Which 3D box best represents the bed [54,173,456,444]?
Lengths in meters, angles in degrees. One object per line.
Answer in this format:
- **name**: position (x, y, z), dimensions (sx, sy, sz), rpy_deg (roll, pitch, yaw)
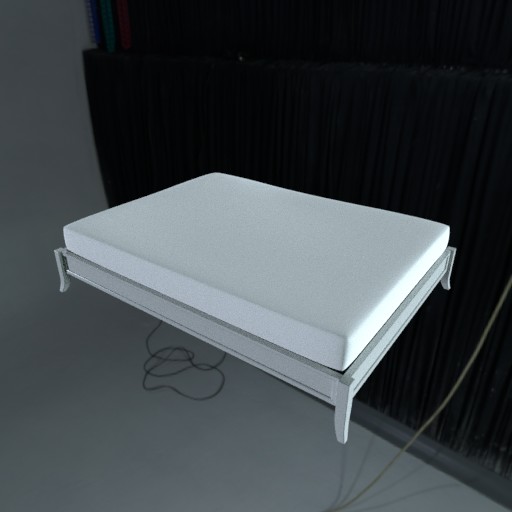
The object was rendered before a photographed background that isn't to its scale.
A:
- **bed**: position (0.000, 0.000, 2.892), dimensions (2.108, 0.510, 1.604), rpy_deg (18, 32, 32)
